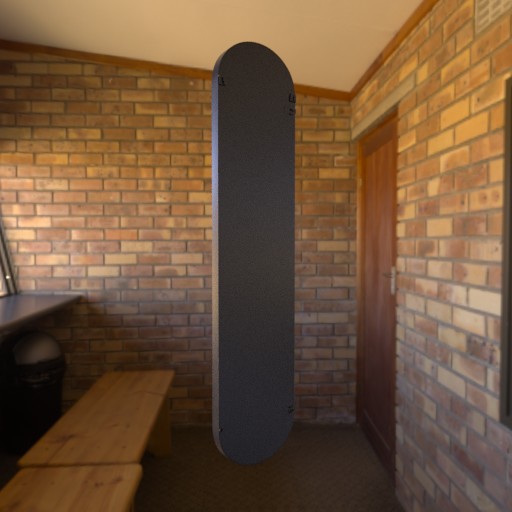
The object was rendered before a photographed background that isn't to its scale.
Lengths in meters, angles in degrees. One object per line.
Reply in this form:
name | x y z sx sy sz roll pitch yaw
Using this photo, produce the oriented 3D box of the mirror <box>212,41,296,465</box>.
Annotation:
mirror | 0.000 0.000 1.054 0.222 0.991 0.032 -1 2 -35
